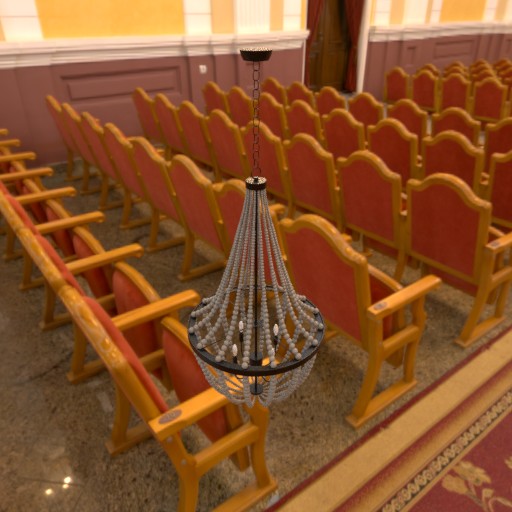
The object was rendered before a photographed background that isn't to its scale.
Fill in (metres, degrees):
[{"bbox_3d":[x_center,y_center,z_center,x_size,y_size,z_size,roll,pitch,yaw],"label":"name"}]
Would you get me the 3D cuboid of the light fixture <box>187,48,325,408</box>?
[{"bbox_3d":[0.000,0.000,1.336,0.450,1.133,0.450,0,30,0],"label":"light fixture"}]
